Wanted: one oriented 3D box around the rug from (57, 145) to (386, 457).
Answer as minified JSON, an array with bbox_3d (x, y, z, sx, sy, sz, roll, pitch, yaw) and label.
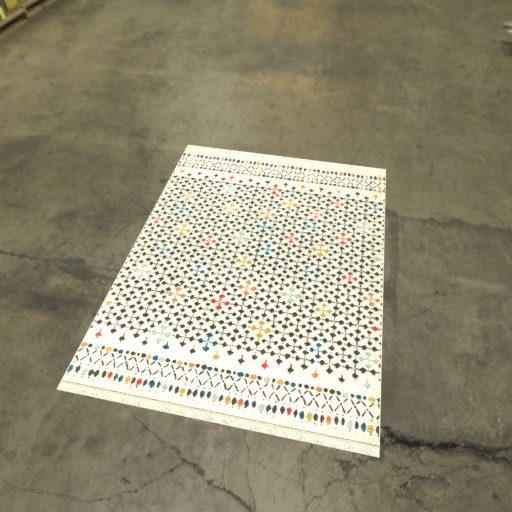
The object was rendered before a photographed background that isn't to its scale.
[{"bbox_3d":[0.000,0.000,2.027,1.146,0.006,1.556,9,49,8],"label":"rug"}]
